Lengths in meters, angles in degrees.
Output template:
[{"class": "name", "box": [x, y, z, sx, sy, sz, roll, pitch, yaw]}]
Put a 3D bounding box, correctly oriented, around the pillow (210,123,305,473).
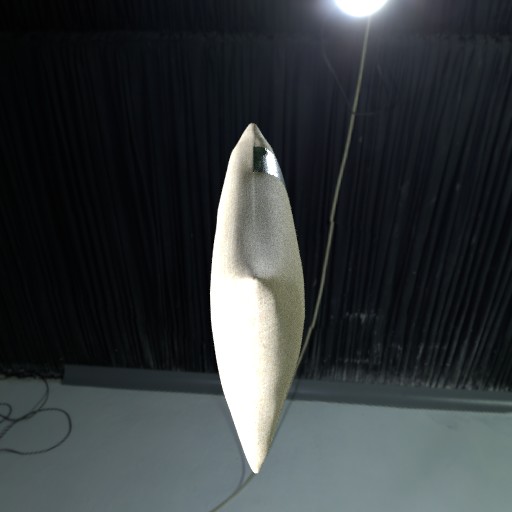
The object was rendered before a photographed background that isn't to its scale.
[{"class": "pillow", "box": [0.000, 0.000, 1.067, 0.197, 0.429, 0.859, 0, 30, -1]}]
